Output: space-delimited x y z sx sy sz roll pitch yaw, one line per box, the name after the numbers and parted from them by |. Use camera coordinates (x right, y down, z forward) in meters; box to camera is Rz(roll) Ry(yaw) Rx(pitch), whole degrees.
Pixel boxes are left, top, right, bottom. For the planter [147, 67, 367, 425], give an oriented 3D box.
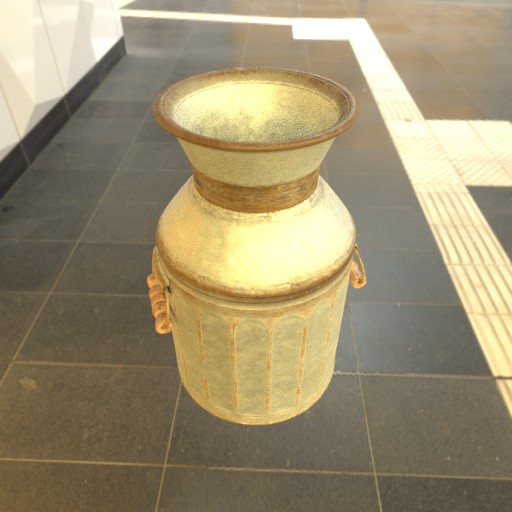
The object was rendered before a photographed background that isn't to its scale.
0.000 0.000 0.500 0.248 0.358 0.215 -11 42 -13 | planter
